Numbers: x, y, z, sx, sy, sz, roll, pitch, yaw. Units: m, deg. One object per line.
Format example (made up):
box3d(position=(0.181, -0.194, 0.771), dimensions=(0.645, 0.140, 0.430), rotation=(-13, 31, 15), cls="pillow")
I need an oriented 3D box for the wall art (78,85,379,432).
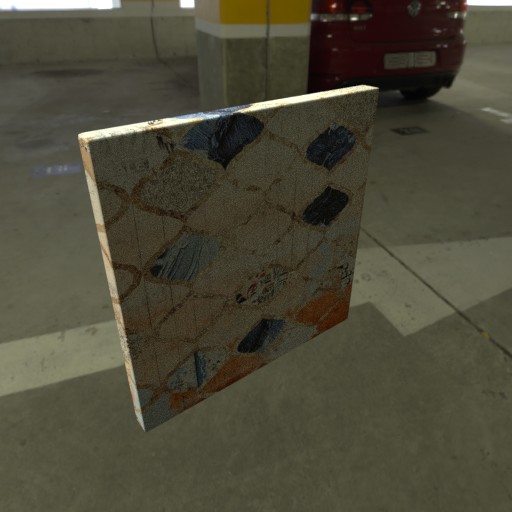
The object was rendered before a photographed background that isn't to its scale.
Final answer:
box3d(position=(0.000, 0.000, 0.772), dimensions=(0.507, 0.508, 0.038), rotation=(-22, 37, -31), cls="wall art")
